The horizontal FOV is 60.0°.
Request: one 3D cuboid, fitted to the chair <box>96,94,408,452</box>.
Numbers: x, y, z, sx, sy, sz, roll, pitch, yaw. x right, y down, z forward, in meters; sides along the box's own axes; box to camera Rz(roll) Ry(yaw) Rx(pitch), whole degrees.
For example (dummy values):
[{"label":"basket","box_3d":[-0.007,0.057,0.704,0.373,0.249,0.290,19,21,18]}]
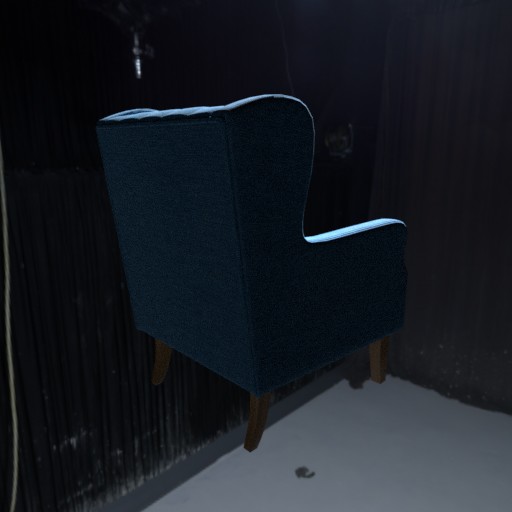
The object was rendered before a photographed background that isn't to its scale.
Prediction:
[{"label":"chair","box_3d":[0.000,0.000,1.495,0.775,0.952,0.711,-13,19,-42]}]
